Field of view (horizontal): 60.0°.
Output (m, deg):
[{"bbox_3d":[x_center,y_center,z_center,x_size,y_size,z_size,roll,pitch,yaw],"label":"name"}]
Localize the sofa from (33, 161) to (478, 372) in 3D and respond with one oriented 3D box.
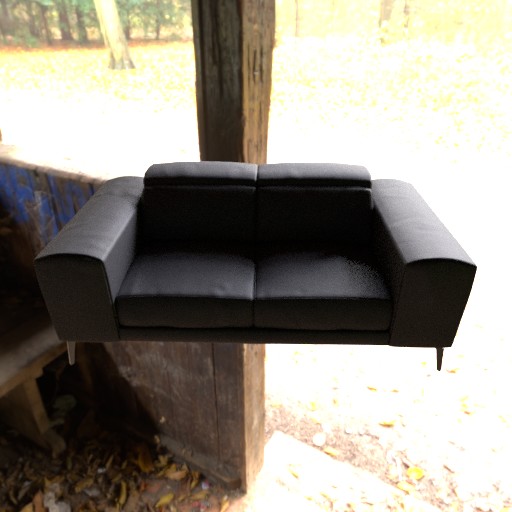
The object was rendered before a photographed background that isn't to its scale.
[{"bbox_3d":[0.000,0.000,2.385,1.895,0.779,1.003,1,30,1],"label":"sofa"}]
